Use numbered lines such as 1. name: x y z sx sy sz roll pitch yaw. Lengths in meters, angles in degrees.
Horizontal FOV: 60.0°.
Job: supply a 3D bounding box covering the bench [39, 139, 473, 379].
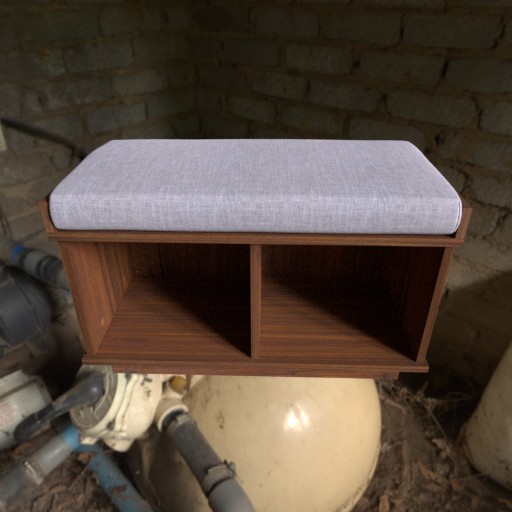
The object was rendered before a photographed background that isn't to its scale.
1. bench: 0.000 0.000 0.998 0.734 0.461 0.362 1 31 1
